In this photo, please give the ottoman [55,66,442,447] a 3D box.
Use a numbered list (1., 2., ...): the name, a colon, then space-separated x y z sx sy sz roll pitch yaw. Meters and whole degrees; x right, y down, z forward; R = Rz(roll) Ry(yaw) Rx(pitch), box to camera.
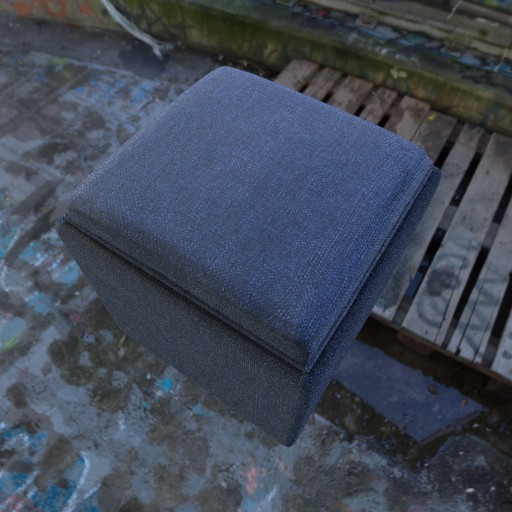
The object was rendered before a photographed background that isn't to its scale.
1. ottoman: 0.000 0.000 0.837 0.454 0.493 0.436 30 63 17
